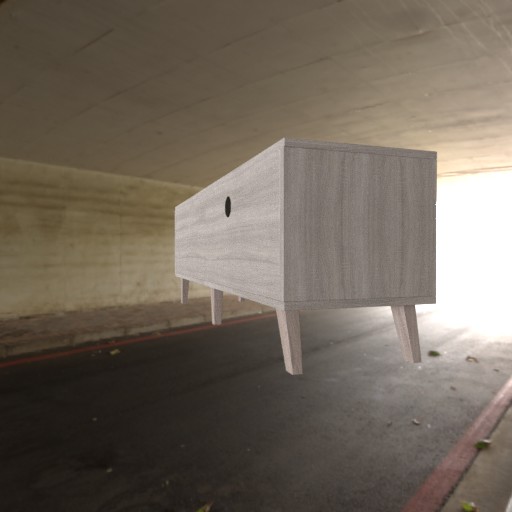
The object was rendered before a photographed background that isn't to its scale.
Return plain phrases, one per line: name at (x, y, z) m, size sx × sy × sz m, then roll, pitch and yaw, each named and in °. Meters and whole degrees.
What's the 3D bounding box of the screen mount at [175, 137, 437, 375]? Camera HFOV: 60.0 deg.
screen mount at (0.000, 0.000, 1.706) m, size 0.401 × 0.509 × 1.500 m, roll 0°, pitch 0°, yaw -19°
